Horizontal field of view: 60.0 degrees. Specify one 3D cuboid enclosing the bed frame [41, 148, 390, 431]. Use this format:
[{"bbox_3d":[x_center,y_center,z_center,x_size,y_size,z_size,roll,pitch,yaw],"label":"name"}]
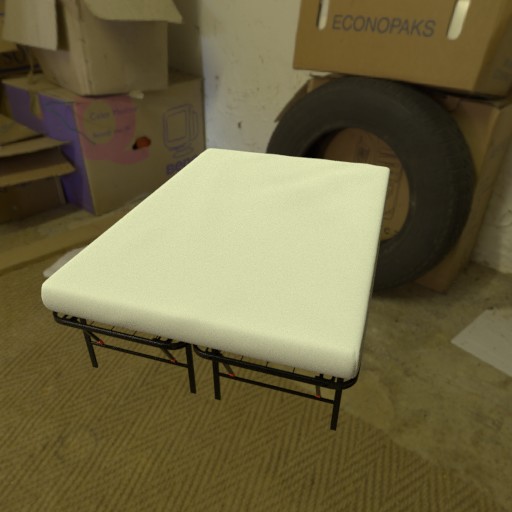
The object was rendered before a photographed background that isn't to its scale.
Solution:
[{"bbox_3d":[0.000,0.000,2.616,1.372,0.637,1.905,10,34,15],"label":"bed frame"}]
